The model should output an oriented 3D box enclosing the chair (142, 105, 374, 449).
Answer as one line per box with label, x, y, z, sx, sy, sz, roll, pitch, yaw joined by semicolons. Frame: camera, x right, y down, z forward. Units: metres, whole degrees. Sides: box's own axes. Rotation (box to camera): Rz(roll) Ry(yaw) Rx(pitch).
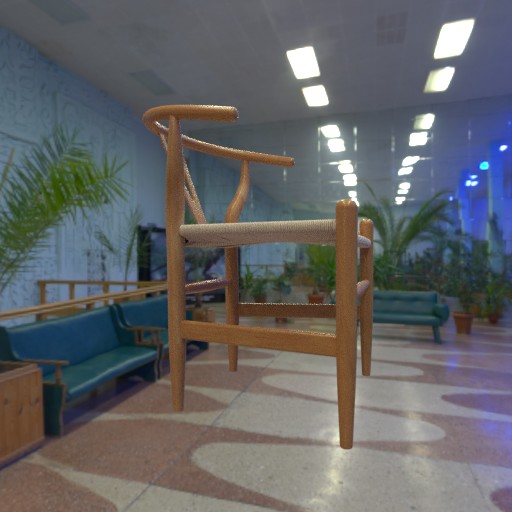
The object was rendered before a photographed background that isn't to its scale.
chair;0.000;0.000;1.184;0.579;0.730;0.569;0;1;18
